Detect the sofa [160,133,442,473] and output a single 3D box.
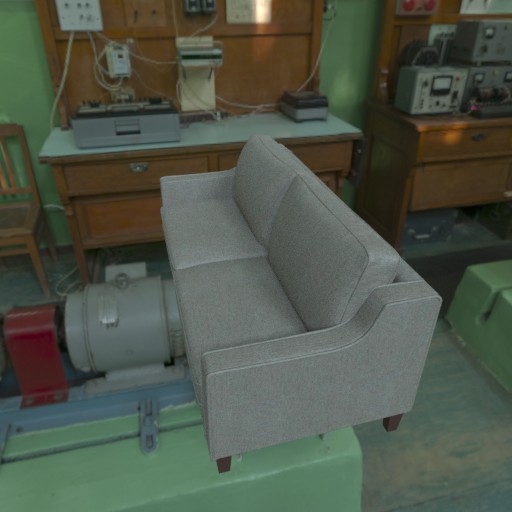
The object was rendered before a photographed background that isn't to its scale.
[{"bbox_3d":[0.000,0.000,2.824,1.073,1.074,2.181,-8,32,-13],"label":"sofa"}]
